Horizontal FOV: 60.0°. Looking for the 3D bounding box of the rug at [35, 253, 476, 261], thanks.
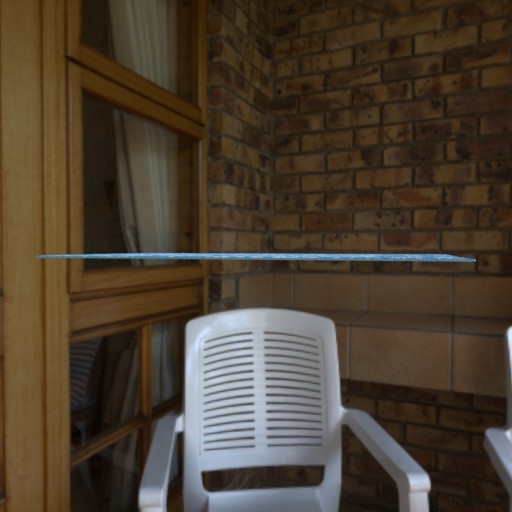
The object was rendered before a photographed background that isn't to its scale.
[{"bbox_3d":[0.000,0.000,1.448,1.219,0.007,0.604,0,1,18],"label":"rug"}]
